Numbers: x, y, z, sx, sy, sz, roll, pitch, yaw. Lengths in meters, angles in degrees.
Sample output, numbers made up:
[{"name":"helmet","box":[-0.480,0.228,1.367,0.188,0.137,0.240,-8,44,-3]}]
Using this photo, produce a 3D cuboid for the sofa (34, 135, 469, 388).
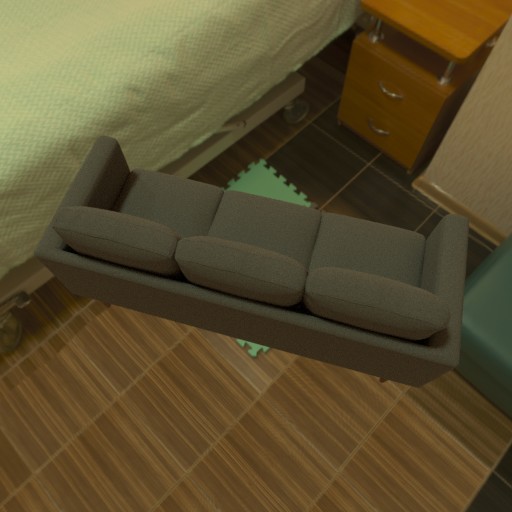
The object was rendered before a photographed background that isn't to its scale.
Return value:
[{"name":"sofa","box":[0.000,0.000,2.398,2.029,0.912,0.802,14,64,7]}]
